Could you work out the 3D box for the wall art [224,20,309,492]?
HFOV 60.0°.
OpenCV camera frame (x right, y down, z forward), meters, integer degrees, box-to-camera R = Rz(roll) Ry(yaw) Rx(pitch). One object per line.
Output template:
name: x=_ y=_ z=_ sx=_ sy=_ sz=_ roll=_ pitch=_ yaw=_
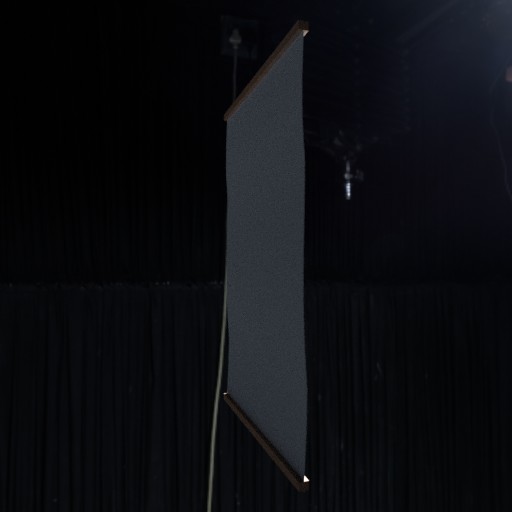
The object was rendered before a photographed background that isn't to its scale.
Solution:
wall art: x=0.000 y=0.000 z=0.637 sx=0.012 sy=0.508 sz=0.332 roll=0 pitch=0 yaw=-18
